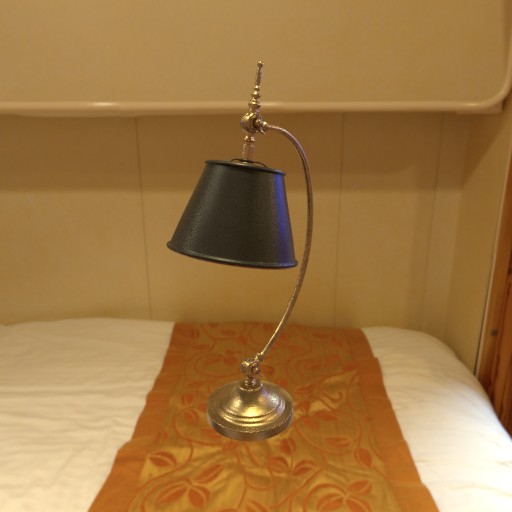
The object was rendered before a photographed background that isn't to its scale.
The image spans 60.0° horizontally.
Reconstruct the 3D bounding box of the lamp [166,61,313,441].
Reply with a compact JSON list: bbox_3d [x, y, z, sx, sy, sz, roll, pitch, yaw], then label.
[{"bbox_3d":[0.000,0.000,0.832,0.235,0.675,0.344,16,23,42],"label":"lamp"}]
